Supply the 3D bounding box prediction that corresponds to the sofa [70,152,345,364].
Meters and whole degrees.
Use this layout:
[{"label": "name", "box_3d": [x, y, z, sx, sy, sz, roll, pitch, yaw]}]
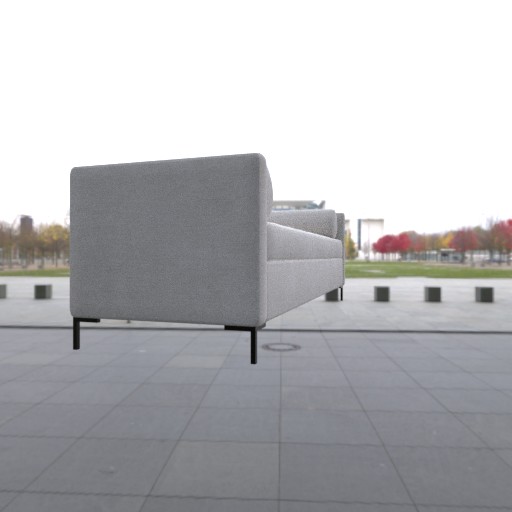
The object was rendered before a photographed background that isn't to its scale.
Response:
[{"label": "sofa", "box_3d": [0.000, 0.000, 2.329, 0.686, 0.635, 1.981, 0, 0, 18]}]
